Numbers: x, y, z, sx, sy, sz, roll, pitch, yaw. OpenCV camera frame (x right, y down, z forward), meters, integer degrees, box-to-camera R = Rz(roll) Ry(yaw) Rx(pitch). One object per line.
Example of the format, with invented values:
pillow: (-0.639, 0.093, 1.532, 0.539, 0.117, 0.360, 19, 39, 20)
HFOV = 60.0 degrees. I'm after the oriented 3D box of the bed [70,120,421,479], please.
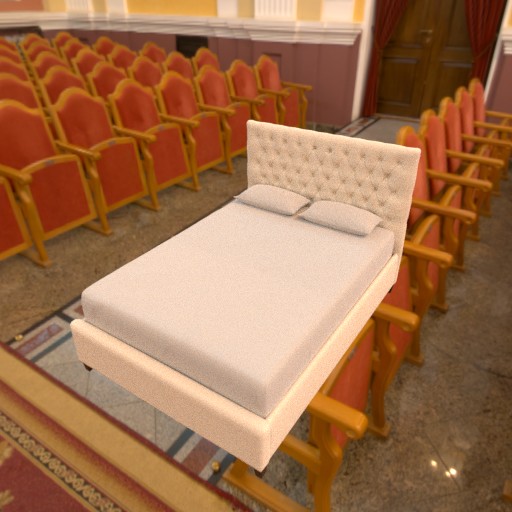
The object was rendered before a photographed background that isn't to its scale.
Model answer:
bed: (0.000, 0.000, 3.512, 1.698, 1.427, 2.387, 19, 36, 28)
